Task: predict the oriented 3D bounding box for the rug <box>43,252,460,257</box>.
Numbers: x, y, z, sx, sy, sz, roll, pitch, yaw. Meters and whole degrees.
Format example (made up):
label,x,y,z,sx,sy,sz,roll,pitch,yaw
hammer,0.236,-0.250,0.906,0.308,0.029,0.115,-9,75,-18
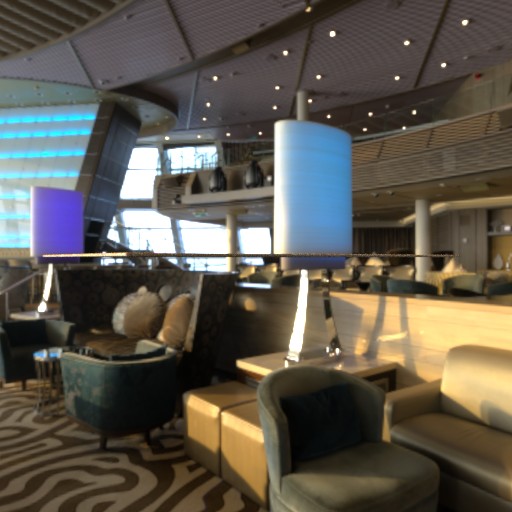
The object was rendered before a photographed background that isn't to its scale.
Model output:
label,x,y,z,sx,sy,sz,roll,pitch,yaw
rug,0.000,0.000,2.327,1.829,0.011,1.219,0,0,-36
